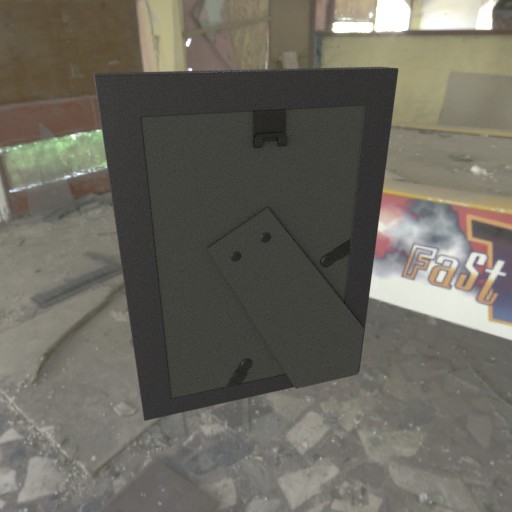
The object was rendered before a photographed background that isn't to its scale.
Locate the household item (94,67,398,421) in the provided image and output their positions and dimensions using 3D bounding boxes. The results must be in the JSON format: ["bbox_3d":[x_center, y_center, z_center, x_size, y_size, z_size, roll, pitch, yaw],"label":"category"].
[{"bbox_3d":[0.000,0.000,0.229,0.133,0.178,0.022,-8,27,-16],"label":"household item"}]
